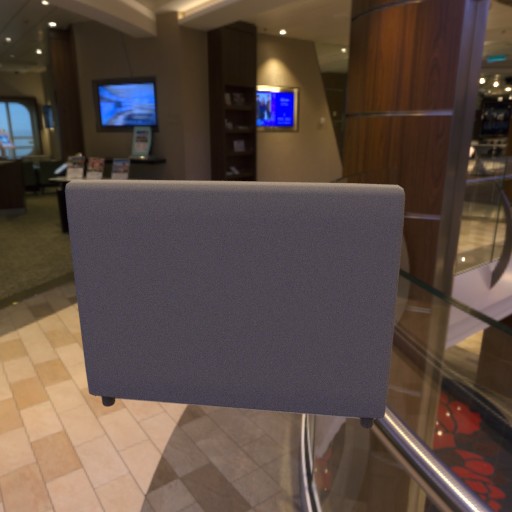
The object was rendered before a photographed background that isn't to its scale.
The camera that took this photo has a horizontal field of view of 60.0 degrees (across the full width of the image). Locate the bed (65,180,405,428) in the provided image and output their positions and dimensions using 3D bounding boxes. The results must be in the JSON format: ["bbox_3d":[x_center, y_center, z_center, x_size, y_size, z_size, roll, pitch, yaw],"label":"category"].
[{"bbox_3d":[0.000,0.000,3.310,1.748,1.330,2.142,2,16,7],"label":"bed"}]
